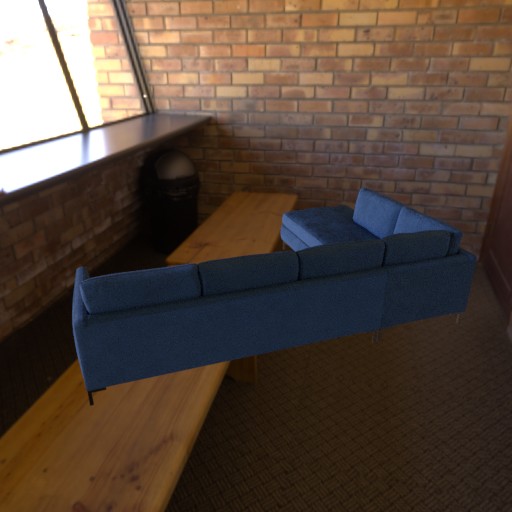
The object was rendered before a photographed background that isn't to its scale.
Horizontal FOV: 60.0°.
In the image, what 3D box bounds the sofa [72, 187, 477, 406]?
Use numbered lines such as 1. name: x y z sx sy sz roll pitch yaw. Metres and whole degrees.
1. sofa: 0.000 0.000 3.882 2.949 0.815 2.007 -8 25 -18
